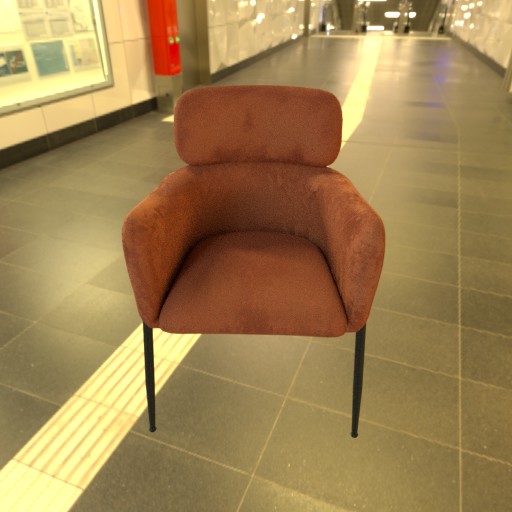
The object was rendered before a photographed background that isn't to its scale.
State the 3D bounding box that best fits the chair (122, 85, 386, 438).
[{"bbox_3d":[0.000,0.000,1.163,0.561,0.772,0.523,1,31,2],"label":"chair"}]
